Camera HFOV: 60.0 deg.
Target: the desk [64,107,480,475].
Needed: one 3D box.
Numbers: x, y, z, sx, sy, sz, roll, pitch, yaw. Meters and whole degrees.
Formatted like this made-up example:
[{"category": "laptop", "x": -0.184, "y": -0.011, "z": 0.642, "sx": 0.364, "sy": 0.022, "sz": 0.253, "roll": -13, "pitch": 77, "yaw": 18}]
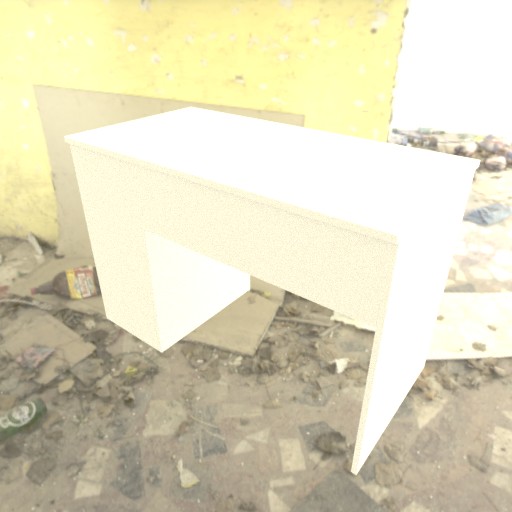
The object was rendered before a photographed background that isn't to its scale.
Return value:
[{"category": "desk", "x": 0.000, "y": 0.000, "z": 1.479, "sx": 1.097, "sy": 0.735, "sz": 0.560, "roll": 21, "pitch": 36, "yaw": 32}]
